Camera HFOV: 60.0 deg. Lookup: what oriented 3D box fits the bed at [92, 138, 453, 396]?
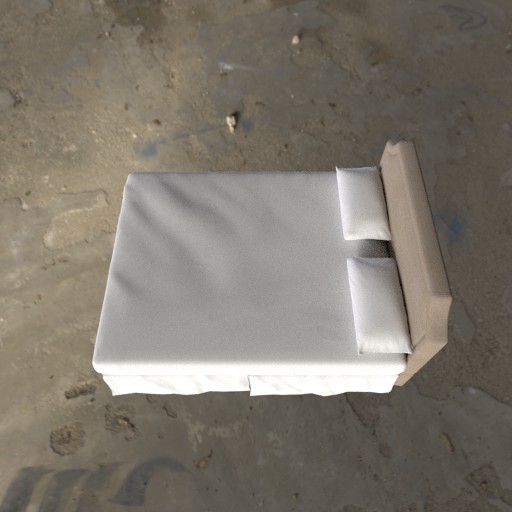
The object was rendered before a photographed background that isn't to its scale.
[{"bbox_3d":[0.000,0.000,3.670,2.498,1.293,1.977,0,59,0],"label":"bed"}]
